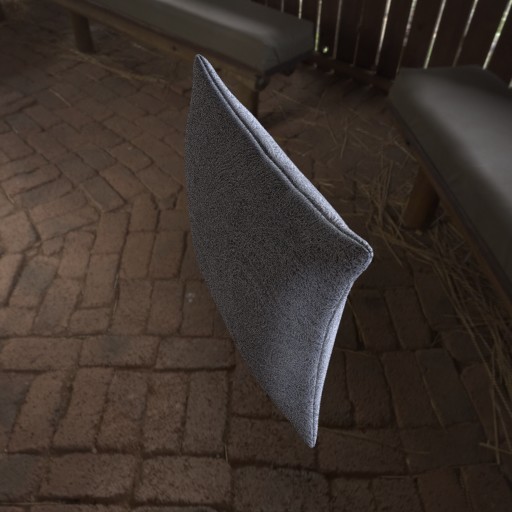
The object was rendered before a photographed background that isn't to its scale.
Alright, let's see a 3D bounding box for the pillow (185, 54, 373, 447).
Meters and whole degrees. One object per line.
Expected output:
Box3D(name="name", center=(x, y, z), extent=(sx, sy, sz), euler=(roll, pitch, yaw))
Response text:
Box3D(name="pillow", center=(0.000, 0.000, 0.779), extent=(0.166, 0.510, 0.523), euler=(-18, 50, -16))
